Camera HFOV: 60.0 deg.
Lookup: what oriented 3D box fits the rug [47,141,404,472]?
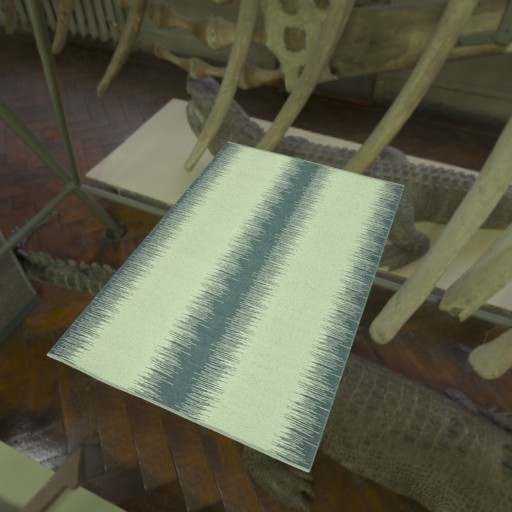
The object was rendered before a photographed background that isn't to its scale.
[{"bbox_3d":[0.000,0.000,2.378,1.234,0.006,1.854,18,50,16],"label":"rug"}]
